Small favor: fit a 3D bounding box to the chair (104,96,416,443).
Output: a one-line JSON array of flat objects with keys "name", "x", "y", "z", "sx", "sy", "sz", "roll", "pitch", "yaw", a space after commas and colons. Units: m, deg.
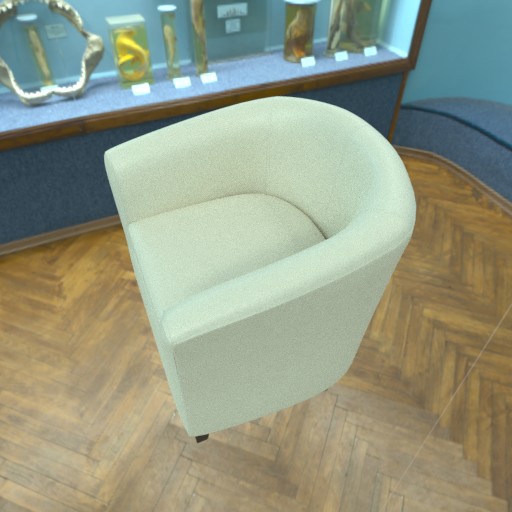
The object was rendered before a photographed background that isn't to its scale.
[{"name": "chair", "x": 0.000, "y": 0.000, "z": 1.392, "sx": 0.727, "sy": 0.756, "sz": 0.792, "roll": -16, "pitch": 47, "yaw": -16}]
